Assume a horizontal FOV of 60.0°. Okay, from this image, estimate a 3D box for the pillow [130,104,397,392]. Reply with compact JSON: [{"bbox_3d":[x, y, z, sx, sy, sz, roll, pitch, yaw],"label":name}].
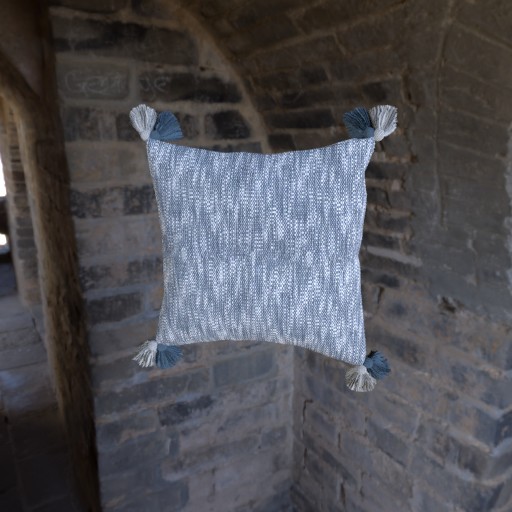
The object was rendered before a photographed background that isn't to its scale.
[{"bbox_3d":[0.000,0.000,0.957,0.614,0.634,0.138,2,14,9],"label":"pillow"}]
